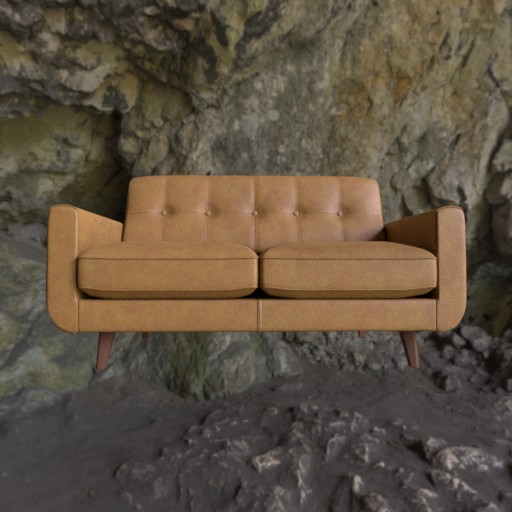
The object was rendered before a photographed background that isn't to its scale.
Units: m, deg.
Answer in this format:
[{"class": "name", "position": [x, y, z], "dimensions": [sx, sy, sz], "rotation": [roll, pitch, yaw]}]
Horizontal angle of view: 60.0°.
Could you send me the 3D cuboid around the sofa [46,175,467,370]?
[{"class": "sofa", "position": [0.000, 0.000, 2.178], "dimensions": [1.651, 0.925, 0.952], "rotation": [0, -2, -2]}]
